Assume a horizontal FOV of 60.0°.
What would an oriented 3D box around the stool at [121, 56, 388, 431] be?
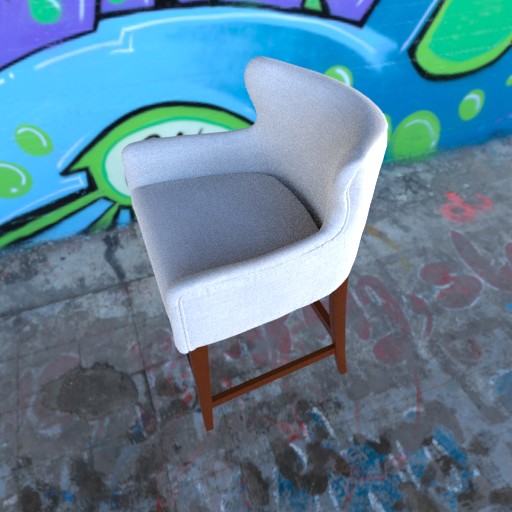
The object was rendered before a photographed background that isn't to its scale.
[{"bbox_3d":[0.000,0.000,1.388,0.637,0.987,0.615,-16,47,-15],"label":"stool"}]
